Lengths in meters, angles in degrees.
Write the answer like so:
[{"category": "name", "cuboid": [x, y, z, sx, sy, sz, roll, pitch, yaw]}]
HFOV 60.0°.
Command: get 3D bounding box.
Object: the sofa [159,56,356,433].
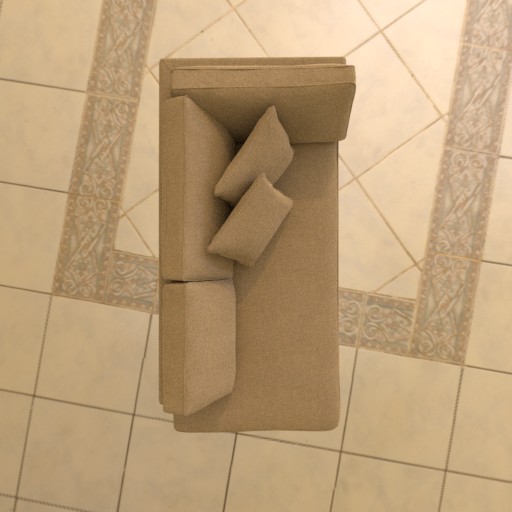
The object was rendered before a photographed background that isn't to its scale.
[{"category": "sofa", "cuboid": [0.000, 0.000, 2.788, 1.110, 1.019, 2.238, 0, 90, 2]}]
